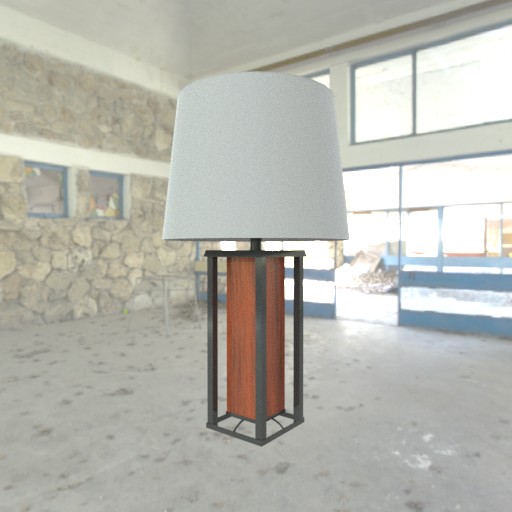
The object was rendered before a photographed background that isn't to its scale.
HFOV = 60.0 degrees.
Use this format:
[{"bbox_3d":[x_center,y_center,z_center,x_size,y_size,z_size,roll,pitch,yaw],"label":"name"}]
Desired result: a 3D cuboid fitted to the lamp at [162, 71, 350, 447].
[{"bbox_3d":[0.000,0.000,0.771,0.320,0.591,0.320,0,1,0],"label":"lamp"}]
